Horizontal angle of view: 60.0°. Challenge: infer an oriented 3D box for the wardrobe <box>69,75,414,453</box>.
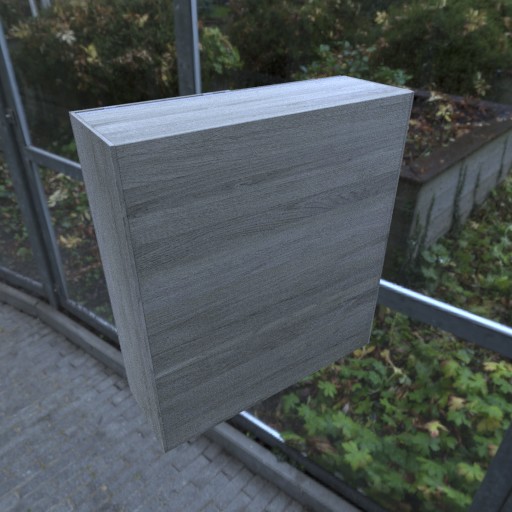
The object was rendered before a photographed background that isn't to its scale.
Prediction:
[{"bbox_3d":[0.000,0.000,2.876,1.780,1.960,0.629,-19,37,-28],"label":"wardrobe"}]
